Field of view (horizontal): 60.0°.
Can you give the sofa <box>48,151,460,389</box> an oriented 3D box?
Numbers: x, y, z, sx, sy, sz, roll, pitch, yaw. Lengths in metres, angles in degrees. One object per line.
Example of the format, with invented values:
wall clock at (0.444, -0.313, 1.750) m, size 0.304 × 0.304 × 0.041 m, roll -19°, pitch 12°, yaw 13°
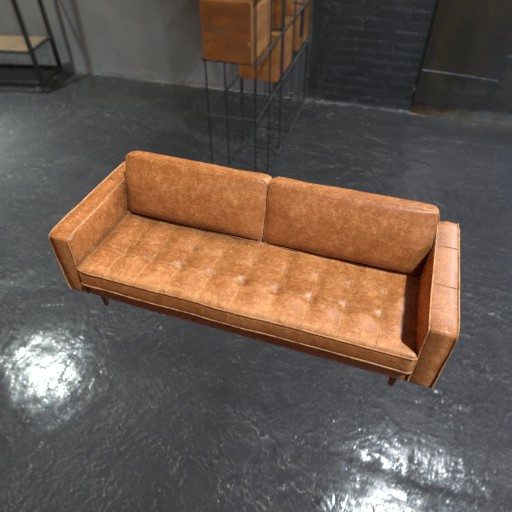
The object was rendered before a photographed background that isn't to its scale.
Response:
sofa at (0.000, 0.000, 2.616) m, size 2.199 × 0.779 × 0.886 m, roll 13°, pitch 44°, yaw 14°
